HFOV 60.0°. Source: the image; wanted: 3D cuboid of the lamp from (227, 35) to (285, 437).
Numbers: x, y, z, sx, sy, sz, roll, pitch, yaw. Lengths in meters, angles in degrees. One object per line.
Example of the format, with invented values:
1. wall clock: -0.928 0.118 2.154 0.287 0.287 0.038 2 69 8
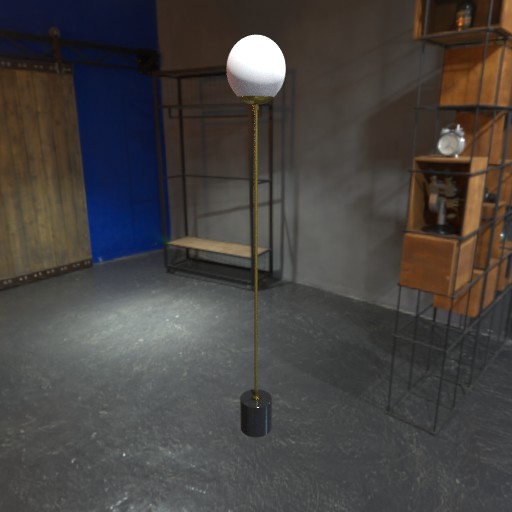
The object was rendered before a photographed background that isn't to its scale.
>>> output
1. lamp: 0.000 0.000 1.932 0.229 1.748 0.229 15 22 42
